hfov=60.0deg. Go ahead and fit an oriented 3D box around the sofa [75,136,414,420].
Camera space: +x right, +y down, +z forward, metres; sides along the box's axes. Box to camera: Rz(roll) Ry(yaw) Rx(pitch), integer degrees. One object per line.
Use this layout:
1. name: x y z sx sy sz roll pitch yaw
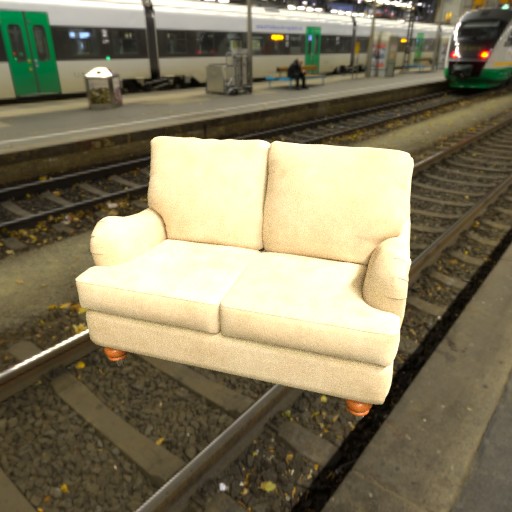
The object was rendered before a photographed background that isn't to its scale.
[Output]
1. sofa: 0.000 0.000 2.302 1.498 1.087 1.086 8 26 16
